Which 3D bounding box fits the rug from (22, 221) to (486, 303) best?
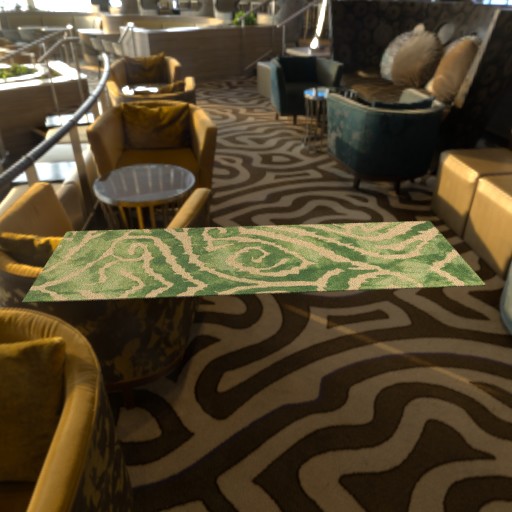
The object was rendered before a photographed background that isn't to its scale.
[{"bbox_3d":[0.000,0.000,2.649,2.438,0.006,0.761,-2,31,-3],"label":"rug"}]
